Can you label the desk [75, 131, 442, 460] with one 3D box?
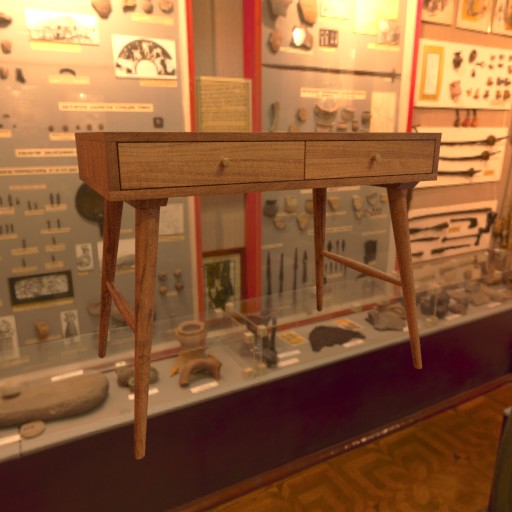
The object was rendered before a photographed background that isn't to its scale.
[{"bbox_3d":[0.000,0.000,1.413,0.949,0.758,0.588,-8,17,-26],"label":"desk"}]
